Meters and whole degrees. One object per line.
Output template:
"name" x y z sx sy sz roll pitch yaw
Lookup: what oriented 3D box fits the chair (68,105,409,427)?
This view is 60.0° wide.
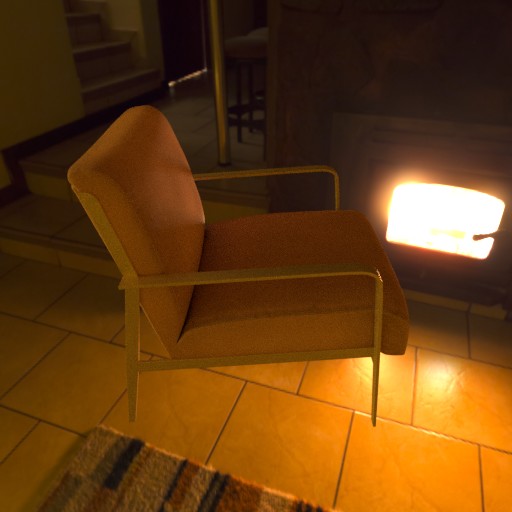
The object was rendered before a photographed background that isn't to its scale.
"chair" 0.000 0.000 1.431 0.848 0.823 0.701 0 32 0
